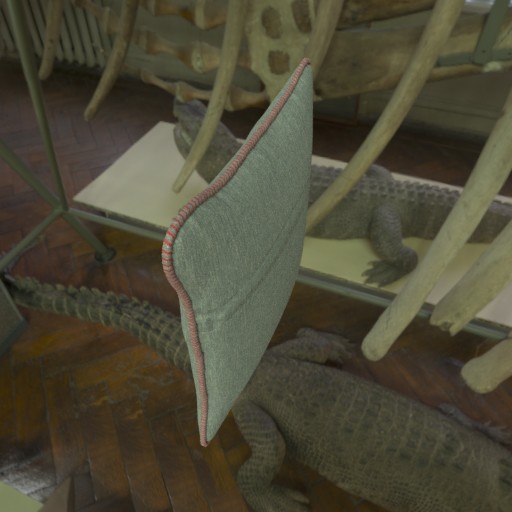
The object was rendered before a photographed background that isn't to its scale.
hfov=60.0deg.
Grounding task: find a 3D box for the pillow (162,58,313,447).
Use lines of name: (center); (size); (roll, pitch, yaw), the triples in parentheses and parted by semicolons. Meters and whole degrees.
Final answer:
pillow: (0.000, 0.000, 0.738); (0.124, 0.491, 0.482); (16, 47, 15)
